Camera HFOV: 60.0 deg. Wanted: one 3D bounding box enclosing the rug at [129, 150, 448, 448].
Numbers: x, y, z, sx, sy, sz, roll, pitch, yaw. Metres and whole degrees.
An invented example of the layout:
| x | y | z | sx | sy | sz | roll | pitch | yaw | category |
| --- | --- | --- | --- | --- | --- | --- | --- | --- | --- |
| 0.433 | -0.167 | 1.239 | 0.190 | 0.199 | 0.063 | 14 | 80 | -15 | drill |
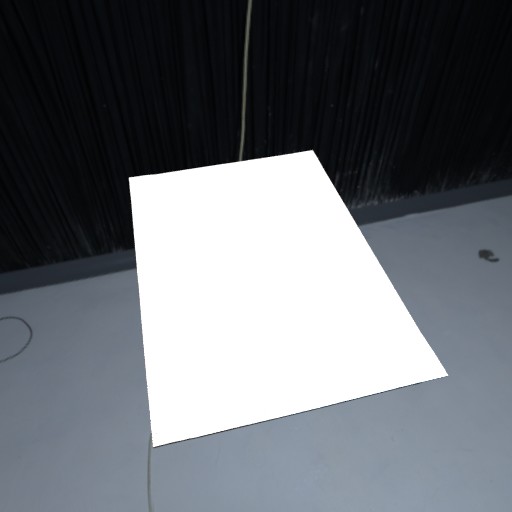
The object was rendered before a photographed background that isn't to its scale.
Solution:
| x | y | z | sx | sy | sz | roll | pitch | yaw | category |
| --- | --- | --- | --- | --- | --- | --- | --- | --- | --- |
| 0.000 | 0.000 | 3.849 | 2.032 | 0.038 | 2.869 | -10 | 47 | -10 | rug |
